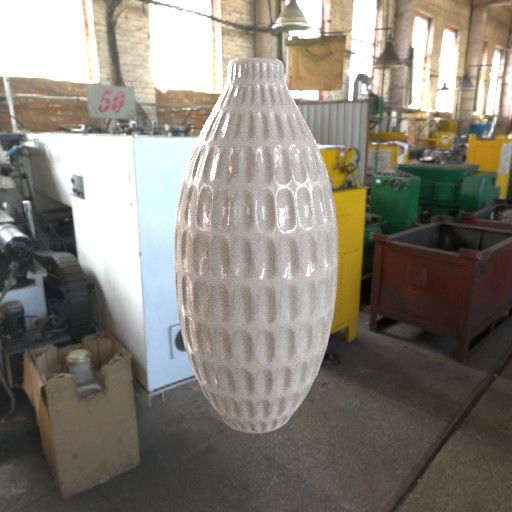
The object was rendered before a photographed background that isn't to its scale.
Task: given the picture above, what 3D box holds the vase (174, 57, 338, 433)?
[{"bbox_3d":[0.000,0.000,0.347,0.127,0.282,0.127,0,16,0],"label":"vase"}]
